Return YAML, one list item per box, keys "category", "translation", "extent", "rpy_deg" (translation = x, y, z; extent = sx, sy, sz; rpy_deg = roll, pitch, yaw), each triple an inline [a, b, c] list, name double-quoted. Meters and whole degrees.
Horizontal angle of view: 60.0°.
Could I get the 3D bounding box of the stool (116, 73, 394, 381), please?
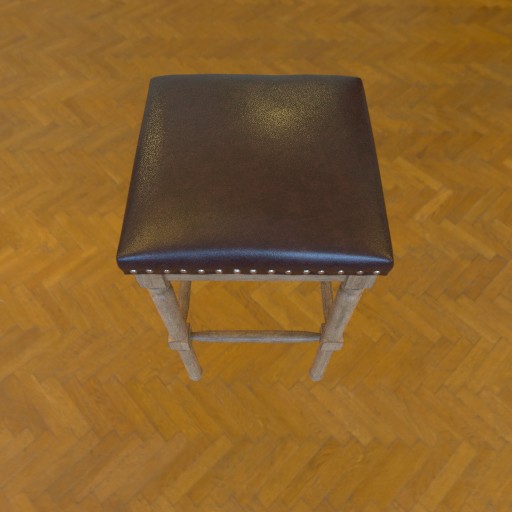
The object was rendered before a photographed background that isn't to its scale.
- category: "stool"
  translation: [0.000, 0.000, 0.949]
  extent: [0.382, 0.702, 0.383]
  rpy_deg: [0, 59, 0]
